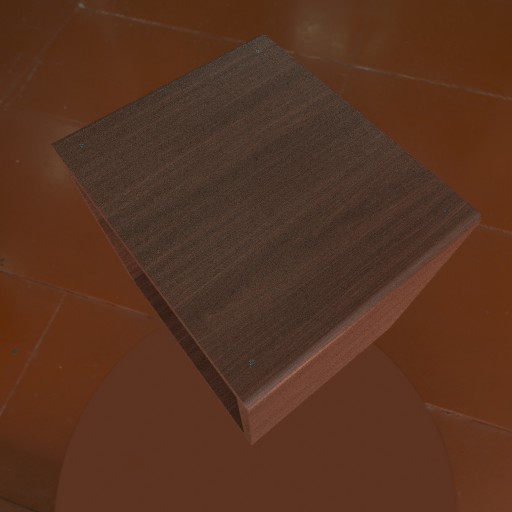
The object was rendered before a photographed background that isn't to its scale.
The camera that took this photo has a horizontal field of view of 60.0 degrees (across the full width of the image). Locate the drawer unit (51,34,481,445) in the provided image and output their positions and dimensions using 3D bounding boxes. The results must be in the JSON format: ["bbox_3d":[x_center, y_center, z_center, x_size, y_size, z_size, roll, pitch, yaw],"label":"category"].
[{"bbox_3d":[0.000,0.000,0.608,0.290,0.351,0.349,-35,68,-16],"label":"drawer unit"}]
